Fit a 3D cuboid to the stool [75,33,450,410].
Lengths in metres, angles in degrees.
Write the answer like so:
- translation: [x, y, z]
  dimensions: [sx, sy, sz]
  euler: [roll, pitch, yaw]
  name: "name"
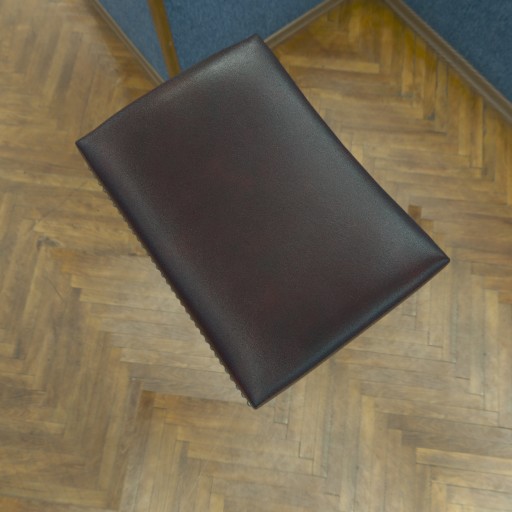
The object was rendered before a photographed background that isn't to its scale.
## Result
- translation: [0.000, 0.000, 1.003]
  dimensions: [0.372, 0.742, 0.504]
  euler: [-35, 78, -8]
  name: "stool"
